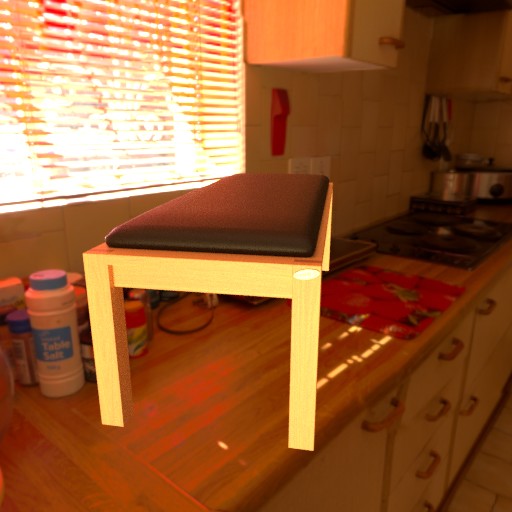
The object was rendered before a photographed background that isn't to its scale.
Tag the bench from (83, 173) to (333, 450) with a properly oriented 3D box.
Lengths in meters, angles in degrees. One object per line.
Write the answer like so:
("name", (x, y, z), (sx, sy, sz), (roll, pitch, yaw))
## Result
("bench", (0.000, 0.000, 1.415), (0.450, 0.430, 1.202), (3, 17, 10))
